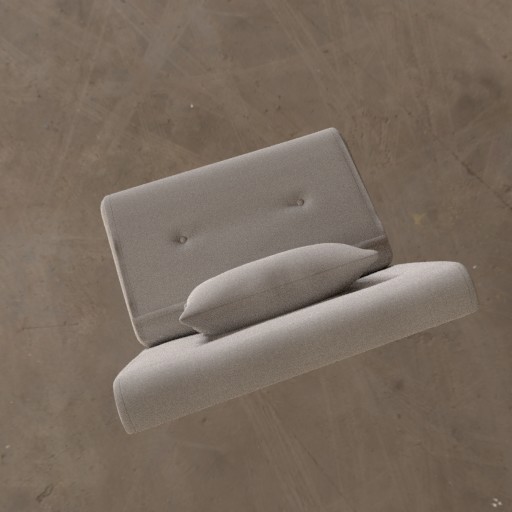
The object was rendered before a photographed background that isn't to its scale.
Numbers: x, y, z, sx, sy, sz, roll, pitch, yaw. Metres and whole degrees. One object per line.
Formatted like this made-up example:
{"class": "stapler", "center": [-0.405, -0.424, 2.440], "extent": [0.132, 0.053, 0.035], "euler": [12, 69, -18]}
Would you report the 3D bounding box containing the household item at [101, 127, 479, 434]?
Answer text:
{"class": "household item", "center": [0.000, 0.000, 1.598], "extent": [1.000, 0.800, 0.874], "euler": [-18, 74, -5]}
